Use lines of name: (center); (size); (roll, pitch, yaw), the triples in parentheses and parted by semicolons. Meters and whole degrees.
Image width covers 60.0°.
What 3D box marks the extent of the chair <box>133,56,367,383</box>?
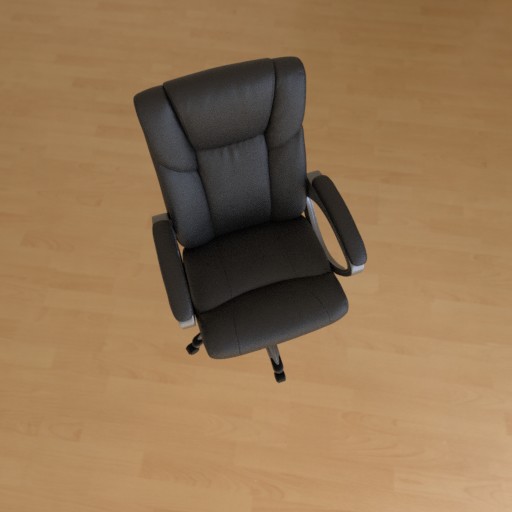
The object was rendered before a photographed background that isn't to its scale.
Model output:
chair: (0.000, 0.000, 1.604); (0.721, 1.130, 0.719); (-16, 64, -8)
